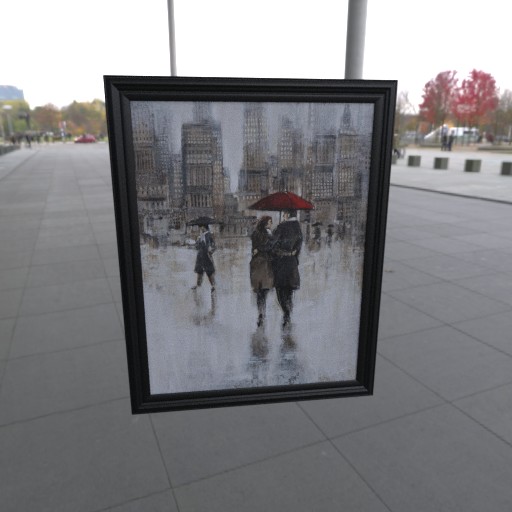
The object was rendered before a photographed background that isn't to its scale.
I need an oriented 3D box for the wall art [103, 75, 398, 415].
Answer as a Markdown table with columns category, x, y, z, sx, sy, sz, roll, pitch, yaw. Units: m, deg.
| category | x | y | z | sx | sy | sz | roll | pitch | yaw |
| --- | --- | --- | --- | --- | --- | --- | --- | --- | --- |
| wall art | 0.000 | 0.000 | 1.592 | 0.950 | 1.194 | 0.053 | -2 | 16 | -7 |
